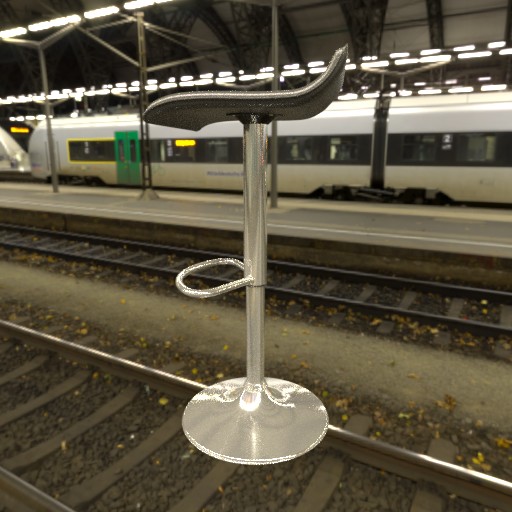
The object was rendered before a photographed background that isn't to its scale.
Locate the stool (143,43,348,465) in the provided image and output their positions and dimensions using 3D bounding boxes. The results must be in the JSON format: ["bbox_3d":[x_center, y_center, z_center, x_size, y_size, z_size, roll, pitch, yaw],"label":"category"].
[{"bbox_3d":[0.000,0.000,1.059,0.381,0.851,0.381,2,13,9],"label":"stool"}]
